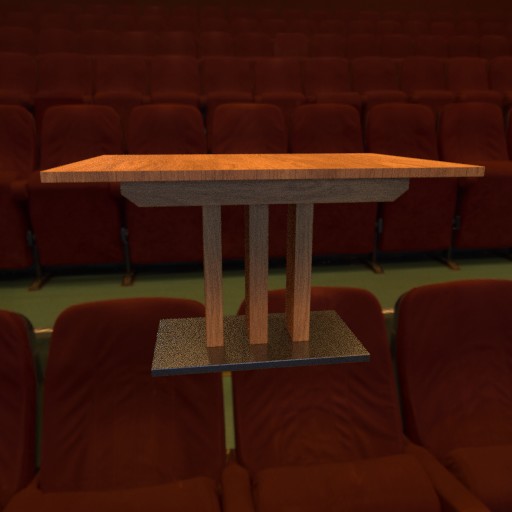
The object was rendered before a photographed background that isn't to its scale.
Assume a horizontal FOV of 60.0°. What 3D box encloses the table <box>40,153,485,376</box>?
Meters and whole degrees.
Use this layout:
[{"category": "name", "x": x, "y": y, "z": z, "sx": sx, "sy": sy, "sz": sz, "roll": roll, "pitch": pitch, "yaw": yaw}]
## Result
[{"category": "table", "x": 0.000, "y": 0.000, "z": 1.811, "sx": 1.300, "sy": 0.770, "sz": 0.900, "roll": -2, "pitch": 16, "yaw": -8}]
